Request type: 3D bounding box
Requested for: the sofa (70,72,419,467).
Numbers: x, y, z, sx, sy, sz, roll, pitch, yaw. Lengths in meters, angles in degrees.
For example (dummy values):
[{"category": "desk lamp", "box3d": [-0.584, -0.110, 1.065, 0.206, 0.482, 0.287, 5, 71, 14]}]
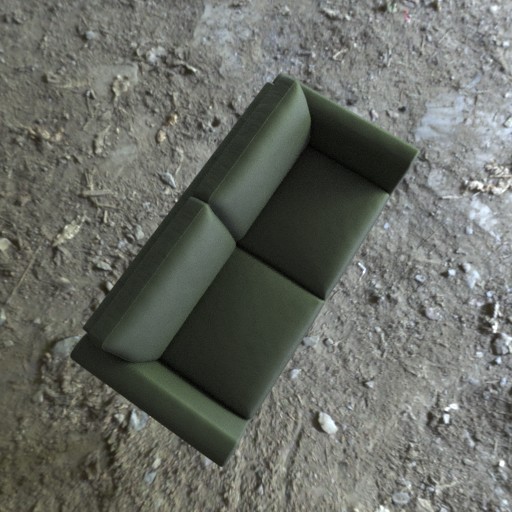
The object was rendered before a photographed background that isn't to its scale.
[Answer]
[{"category": "sofa", "box3d": [0.000, 0.000, 2.537, 0.953, 0.875, 2.017, 32, 78, 8]}]
